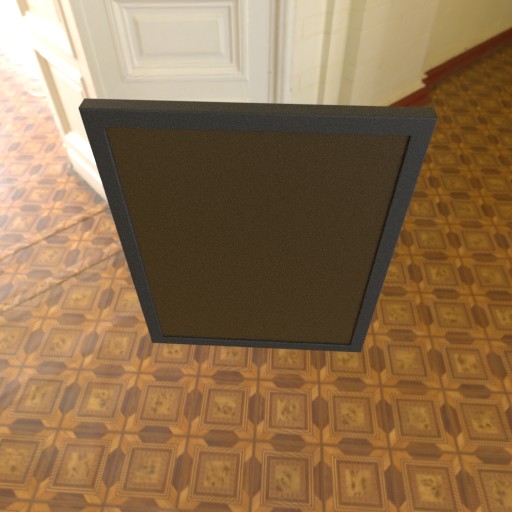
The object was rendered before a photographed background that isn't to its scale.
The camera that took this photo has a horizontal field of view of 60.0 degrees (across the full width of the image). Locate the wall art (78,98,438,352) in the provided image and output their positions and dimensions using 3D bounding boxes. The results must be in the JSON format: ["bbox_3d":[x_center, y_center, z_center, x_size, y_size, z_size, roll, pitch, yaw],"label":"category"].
[{"bbox_3d":[0.000,0.000,0.773,0.457,0.558,0.028,2,47,2],"label":"wall art"}]
